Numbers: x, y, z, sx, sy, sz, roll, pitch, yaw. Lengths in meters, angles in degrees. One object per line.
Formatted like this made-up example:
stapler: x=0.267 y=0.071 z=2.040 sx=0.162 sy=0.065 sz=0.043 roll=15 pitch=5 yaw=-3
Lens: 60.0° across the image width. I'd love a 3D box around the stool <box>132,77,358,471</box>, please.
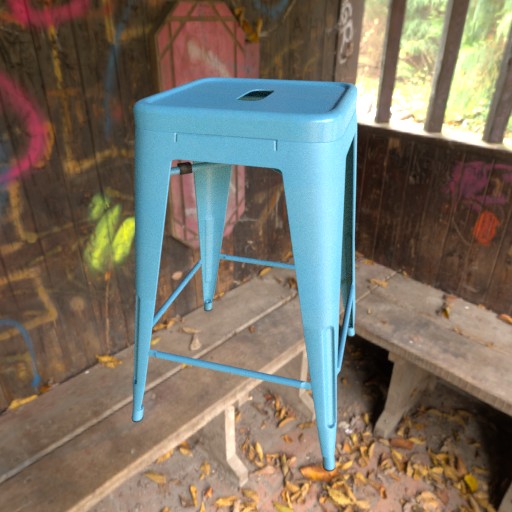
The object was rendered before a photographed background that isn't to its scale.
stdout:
stool: x=0.000 y=0.000 z=0.864 sx=0.410 sy=0.608 sz=0.410 roll=8 pitch=30 yaw=14
